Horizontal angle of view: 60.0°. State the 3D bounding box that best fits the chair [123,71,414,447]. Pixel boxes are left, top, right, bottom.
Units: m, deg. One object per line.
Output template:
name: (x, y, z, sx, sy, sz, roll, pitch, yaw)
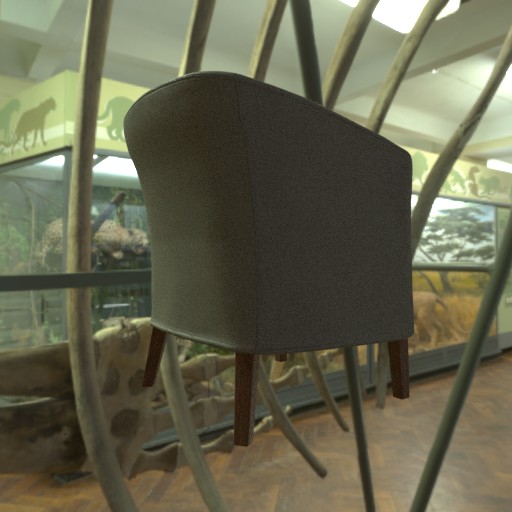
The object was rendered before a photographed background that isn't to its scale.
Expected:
chair: (0.000, 0.000, 1.241, 0.668, 0.771, 0.600, 0, 0, -36)
